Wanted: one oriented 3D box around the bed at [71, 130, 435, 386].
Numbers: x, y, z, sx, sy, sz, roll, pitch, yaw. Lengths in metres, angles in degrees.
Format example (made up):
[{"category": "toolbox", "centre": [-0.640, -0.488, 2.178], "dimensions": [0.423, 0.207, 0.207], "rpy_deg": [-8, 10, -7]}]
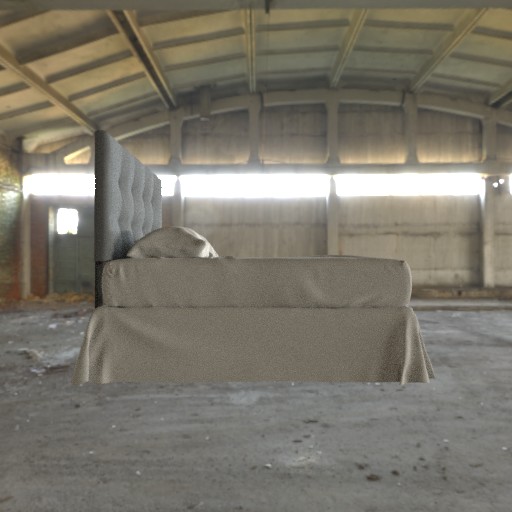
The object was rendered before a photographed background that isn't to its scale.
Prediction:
[{"category": "bed", "centre": [0.000, 0.000, 3.595], "dimensions": [2.222, 1.577, 1.936], "rpy_deg": [0, -1, 0]}]
